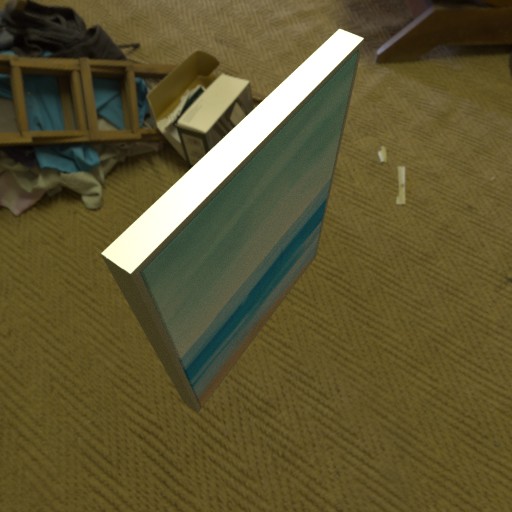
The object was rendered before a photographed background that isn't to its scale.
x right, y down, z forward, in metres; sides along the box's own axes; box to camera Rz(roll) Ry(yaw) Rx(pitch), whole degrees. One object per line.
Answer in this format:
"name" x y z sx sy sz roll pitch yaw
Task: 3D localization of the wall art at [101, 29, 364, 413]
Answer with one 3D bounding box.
"wall art" 0.000 0.000 0.737 0.039 0.553 0.445 31 63 18
